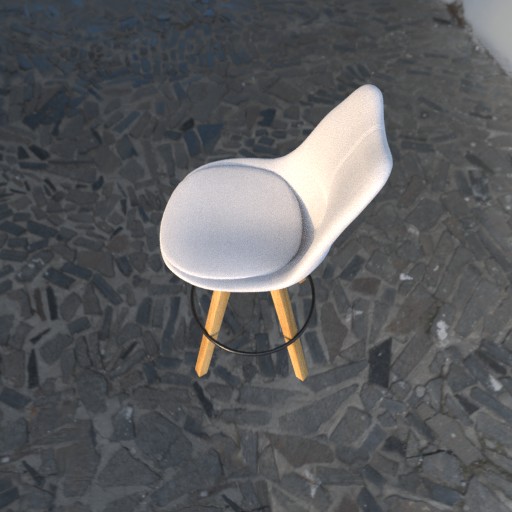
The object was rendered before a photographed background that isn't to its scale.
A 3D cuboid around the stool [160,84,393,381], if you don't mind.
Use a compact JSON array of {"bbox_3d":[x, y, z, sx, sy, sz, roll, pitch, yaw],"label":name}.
[{"bbox_3d":[0.000,0.000,1.406,0.550,1.115,0.484,2,59,1],"label":"stool"}]
